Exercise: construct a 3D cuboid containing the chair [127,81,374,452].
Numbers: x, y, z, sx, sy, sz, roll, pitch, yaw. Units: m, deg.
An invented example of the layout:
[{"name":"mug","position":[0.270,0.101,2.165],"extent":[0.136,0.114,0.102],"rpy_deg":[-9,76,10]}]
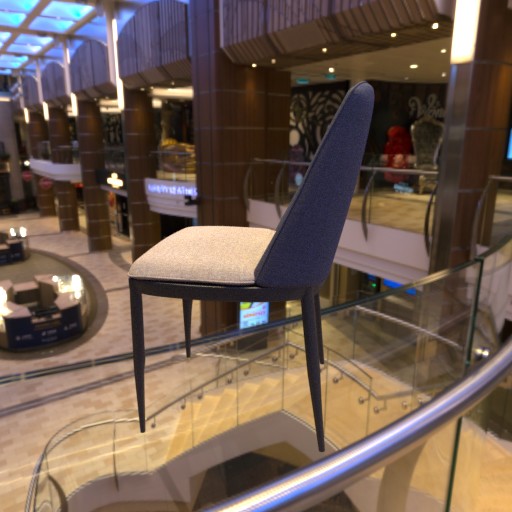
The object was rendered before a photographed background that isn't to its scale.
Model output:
[{"name":"chair","position":[0.000,0.000,1.178],"extent":[0.551,0.839,0.480],"rpy_deg":[2,15,8]}]
